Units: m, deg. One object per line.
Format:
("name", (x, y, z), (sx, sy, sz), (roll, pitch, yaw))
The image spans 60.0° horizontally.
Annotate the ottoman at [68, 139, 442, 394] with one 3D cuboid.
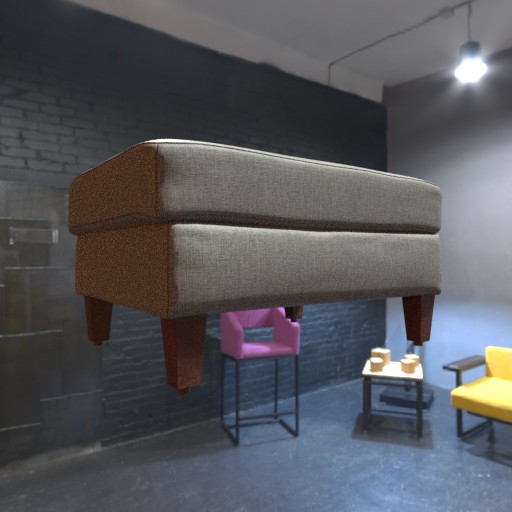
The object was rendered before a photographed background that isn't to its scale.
("ottoman", (0.000, 0.000, 1.227), (0.873, 0.494, 0.639), (0, 0, -36))
